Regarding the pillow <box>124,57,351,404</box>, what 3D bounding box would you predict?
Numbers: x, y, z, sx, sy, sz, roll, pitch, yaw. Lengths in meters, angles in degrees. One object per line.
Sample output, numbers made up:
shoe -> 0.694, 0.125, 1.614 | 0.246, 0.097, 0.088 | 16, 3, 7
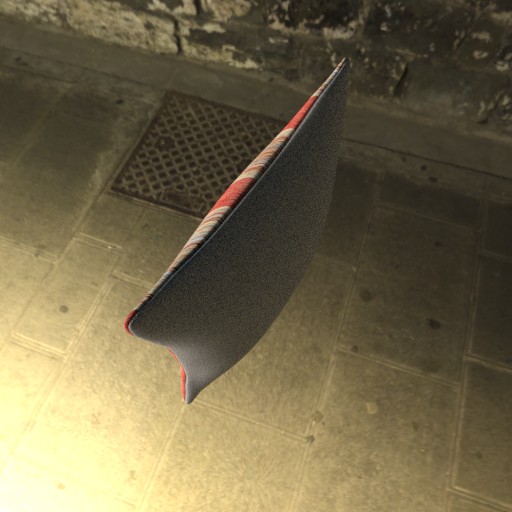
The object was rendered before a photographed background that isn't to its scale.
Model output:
pillow -> 0.000, 0.000, 0.665 | 0.136, 0.419, 0.437 | 31, 67, 15
